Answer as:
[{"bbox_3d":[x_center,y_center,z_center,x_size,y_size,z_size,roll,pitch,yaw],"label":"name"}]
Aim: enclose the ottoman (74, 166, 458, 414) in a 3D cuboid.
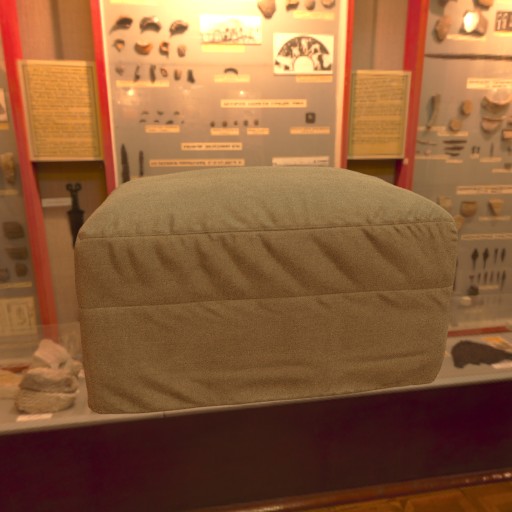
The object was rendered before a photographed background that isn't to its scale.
[{"bbox_3d":[0.000,0.000,1.226,0.837,0.481,0.683,-2,16,-8],"label":"ottoman"}]
